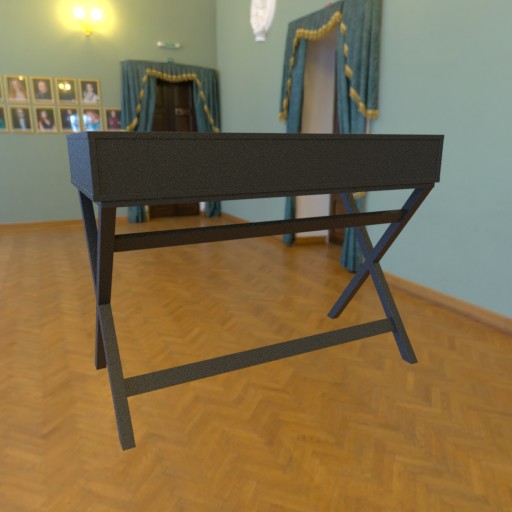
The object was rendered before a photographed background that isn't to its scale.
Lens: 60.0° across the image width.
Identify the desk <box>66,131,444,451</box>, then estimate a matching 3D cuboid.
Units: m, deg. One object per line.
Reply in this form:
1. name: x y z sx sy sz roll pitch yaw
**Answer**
1. desk: 0.000 0.000 1.477 1.057 0.780 0.525 -7 16 -26
